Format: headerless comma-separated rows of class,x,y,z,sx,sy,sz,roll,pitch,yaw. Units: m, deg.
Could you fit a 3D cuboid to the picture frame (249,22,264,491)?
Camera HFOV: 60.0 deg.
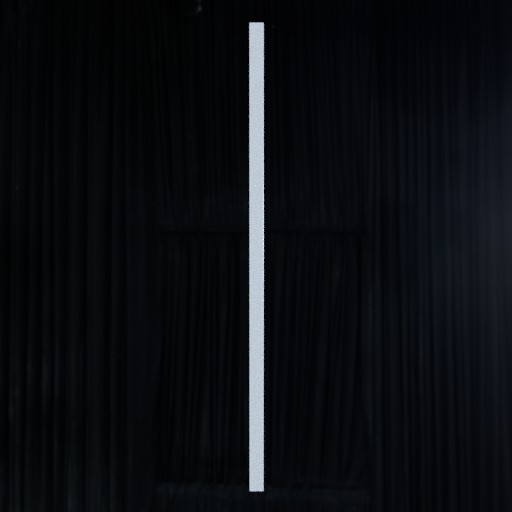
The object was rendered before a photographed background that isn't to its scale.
picture frame,0.000,0.000,0.563,0.013,0.434,0.305,0,1,0
